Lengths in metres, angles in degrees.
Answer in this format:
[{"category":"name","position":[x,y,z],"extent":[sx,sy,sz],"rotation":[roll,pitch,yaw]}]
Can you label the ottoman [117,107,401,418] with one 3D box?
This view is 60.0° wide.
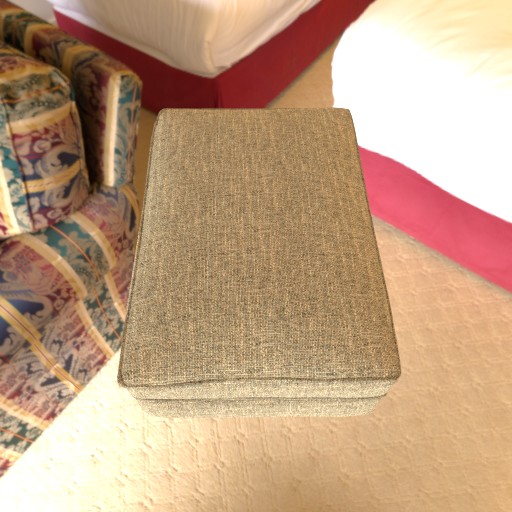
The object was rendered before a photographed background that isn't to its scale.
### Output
[{"category":"ottoman","position":[0.000,0.000,1.012],"extent":[0.508,0.406,0.686],"rotation":[-1,58,0]}]
